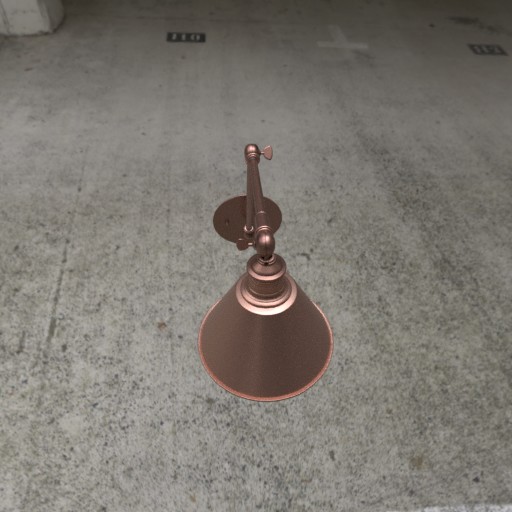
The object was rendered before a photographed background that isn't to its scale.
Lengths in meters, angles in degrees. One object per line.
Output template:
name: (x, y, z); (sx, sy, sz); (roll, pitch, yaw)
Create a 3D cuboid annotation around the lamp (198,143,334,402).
lamp: (0.000, 0.000, 0.882); (0.223, 0.502, 0.624); (-3, 47, -3)
